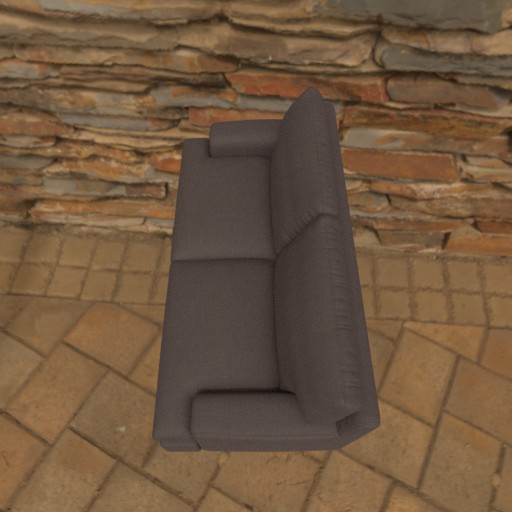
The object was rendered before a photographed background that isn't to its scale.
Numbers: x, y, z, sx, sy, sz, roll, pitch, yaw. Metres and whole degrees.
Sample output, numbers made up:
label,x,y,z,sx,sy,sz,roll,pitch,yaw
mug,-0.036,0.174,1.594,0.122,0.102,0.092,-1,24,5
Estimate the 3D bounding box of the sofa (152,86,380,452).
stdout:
label,x,y,z,sx,sy,sz,roll,pitch,yaw
sofa,0.000,0.000,2.843,1.140,0.950,2.271,0,59,0
